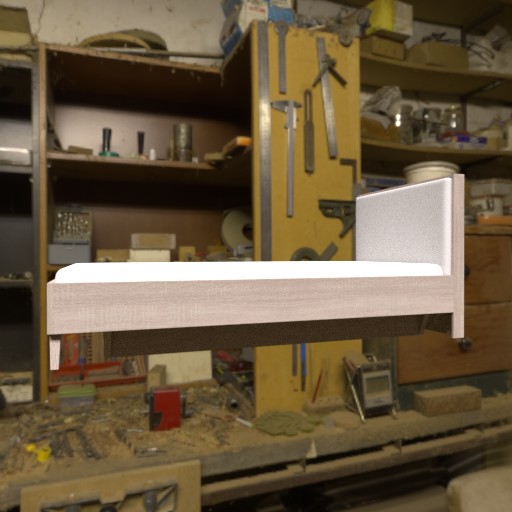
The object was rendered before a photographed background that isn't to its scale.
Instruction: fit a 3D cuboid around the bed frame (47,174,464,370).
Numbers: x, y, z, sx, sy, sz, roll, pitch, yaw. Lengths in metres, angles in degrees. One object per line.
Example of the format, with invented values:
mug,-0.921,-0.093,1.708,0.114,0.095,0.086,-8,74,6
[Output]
bed frame,0.000,0.000,2.614,2.140,0.920,0.990,0,0,-19
